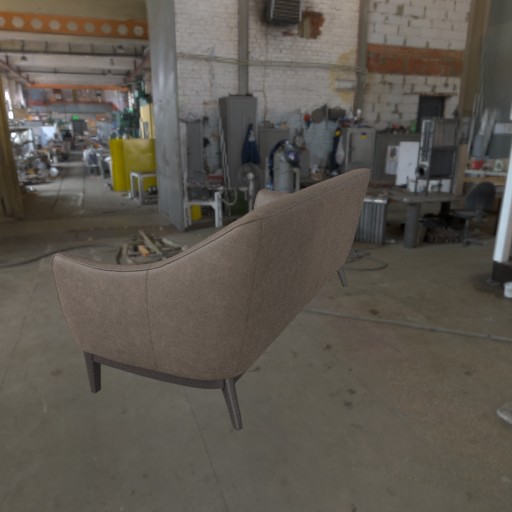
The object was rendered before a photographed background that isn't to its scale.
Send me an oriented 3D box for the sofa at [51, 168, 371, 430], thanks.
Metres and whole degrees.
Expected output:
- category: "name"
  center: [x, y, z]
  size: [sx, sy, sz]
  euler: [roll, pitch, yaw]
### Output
- category: "sofa"
  center: [0.000, 0.000, 2.375]
  size: [0.869, 0.831, 1.928]
  euler: [7, 18, 24]
